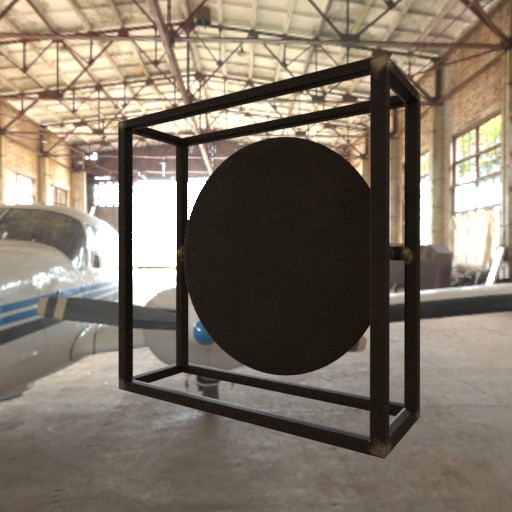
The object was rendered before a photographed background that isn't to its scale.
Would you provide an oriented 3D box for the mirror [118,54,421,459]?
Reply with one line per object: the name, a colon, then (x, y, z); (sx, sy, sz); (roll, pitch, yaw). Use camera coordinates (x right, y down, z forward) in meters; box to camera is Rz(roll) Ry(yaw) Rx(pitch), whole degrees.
mirror: (0.000, 0.000, 0.461); (0.306, 0.303, 0.107); (0, 0, 34)
